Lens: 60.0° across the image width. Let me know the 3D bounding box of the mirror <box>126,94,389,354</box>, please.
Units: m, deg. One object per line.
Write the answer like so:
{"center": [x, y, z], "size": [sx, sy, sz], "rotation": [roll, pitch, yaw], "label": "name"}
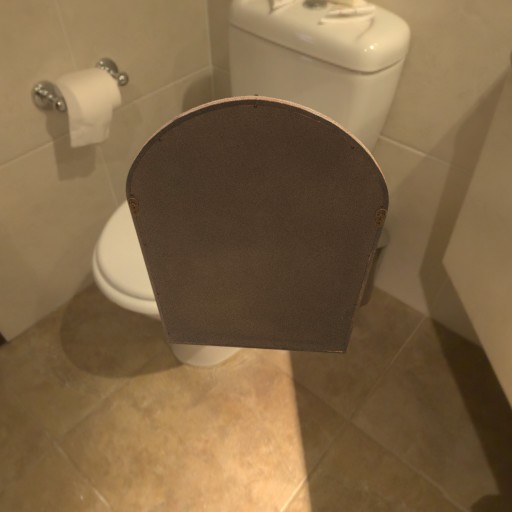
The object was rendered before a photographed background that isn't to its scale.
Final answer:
{"center": [0.000, 0.000, 1.186], "size": [0.609, 0.915, 0.032], "rotation": [3, 48, 3], "label": "mirror"}
